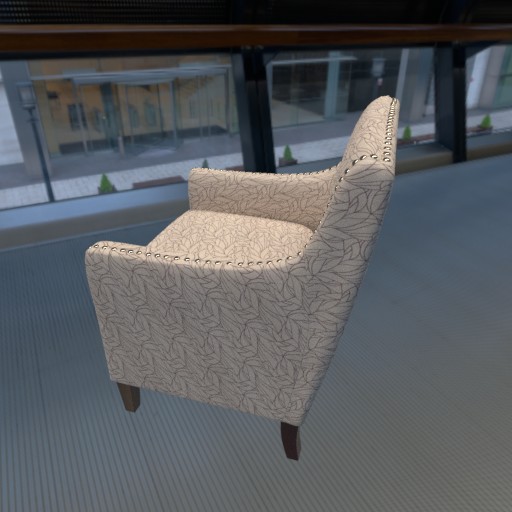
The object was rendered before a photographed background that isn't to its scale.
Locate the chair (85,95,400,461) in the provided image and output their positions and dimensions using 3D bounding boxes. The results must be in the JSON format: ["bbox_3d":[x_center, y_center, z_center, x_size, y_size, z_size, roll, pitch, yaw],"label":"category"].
[{"bbox_3d":[0.000,0.000,1.235,0.651,0.816,0.623,8,31,14],"label":"chair"}]
